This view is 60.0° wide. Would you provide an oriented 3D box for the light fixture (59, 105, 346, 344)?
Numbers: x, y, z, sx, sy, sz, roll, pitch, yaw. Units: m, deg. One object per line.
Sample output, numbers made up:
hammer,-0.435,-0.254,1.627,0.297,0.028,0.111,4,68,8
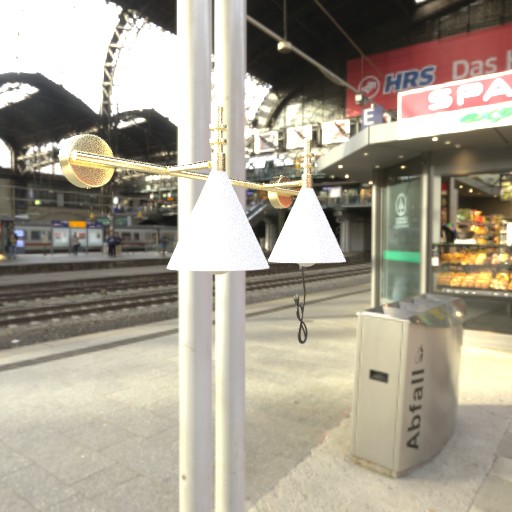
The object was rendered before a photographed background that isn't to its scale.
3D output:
light fixture,0.000,0.000,0.835,0.239,0.468,0.642,1,2,36
